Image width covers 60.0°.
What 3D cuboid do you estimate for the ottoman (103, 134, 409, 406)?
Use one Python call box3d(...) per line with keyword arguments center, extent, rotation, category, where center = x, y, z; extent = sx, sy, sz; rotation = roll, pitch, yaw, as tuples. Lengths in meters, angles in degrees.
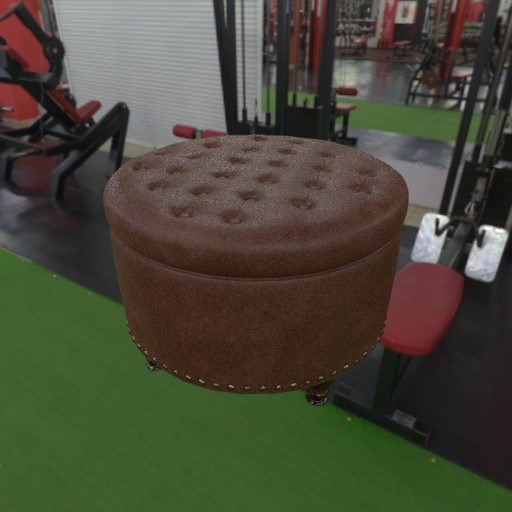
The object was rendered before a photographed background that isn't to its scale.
box3d(center=(0.000, 0.000, 1.051), extent=(0.637, 0.442, 0.637), rotation=(0, 30, 0), category="ottoman")
